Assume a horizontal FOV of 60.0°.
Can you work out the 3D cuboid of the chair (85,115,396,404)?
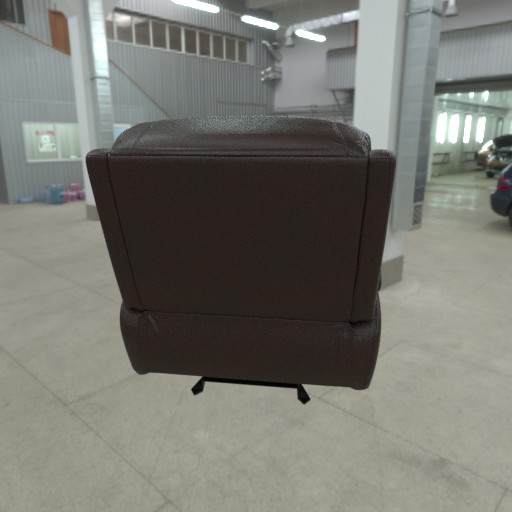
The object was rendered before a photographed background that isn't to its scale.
[{"bbox_3d":[0.000,0.000,1.723,0.930,1.011,0.899,2,15,8],"label":"chair"}]
